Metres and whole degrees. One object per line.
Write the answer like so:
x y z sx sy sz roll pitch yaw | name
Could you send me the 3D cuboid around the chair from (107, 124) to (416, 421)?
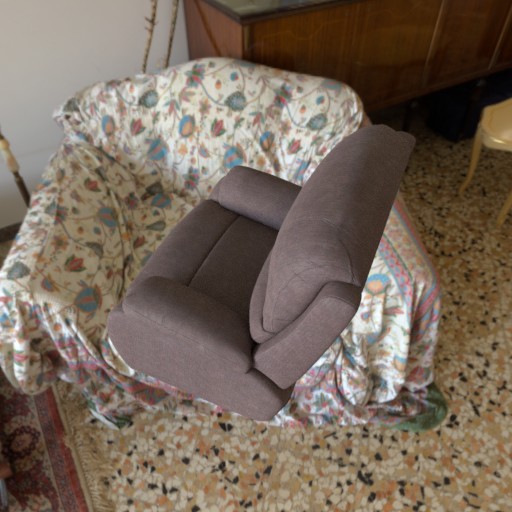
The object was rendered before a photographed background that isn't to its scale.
0.000 0.000 1.736 0.899 1.011 0.930 17 48 16 | chair
